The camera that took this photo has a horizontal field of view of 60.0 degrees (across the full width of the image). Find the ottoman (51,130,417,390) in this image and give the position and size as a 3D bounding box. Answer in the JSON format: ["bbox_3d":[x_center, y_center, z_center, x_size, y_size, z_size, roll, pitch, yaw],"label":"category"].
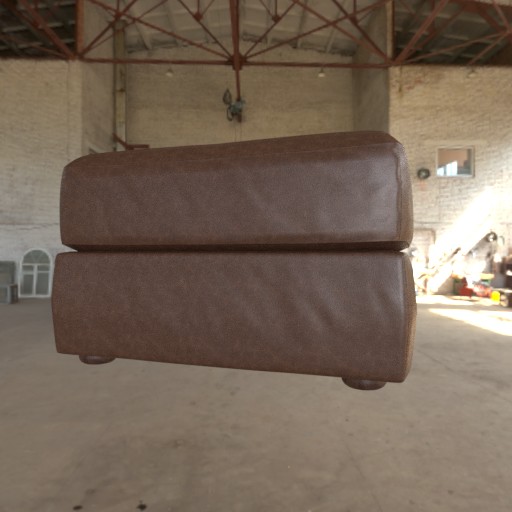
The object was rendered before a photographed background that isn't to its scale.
[{"bbox_3d":[0.000,0.000,1.106,0.751,0.476,0.603,0,0,18],"label":"ottoman"}]
